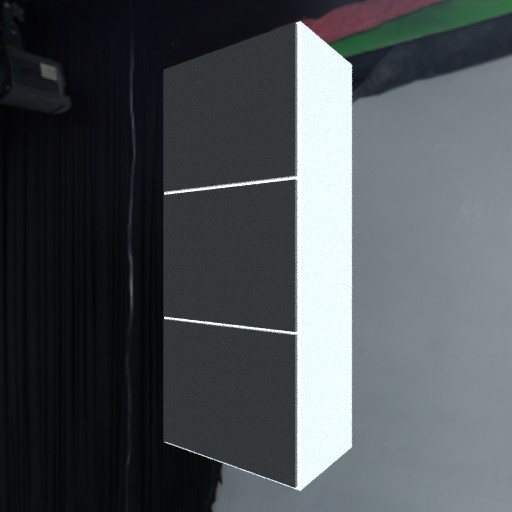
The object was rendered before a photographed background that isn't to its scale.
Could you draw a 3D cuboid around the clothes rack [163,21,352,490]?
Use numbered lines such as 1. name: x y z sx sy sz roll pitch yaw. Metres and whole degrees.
1. clothes rack: 0.000 0.000 1.392 0.500 1.187 0.330 0 0 36
